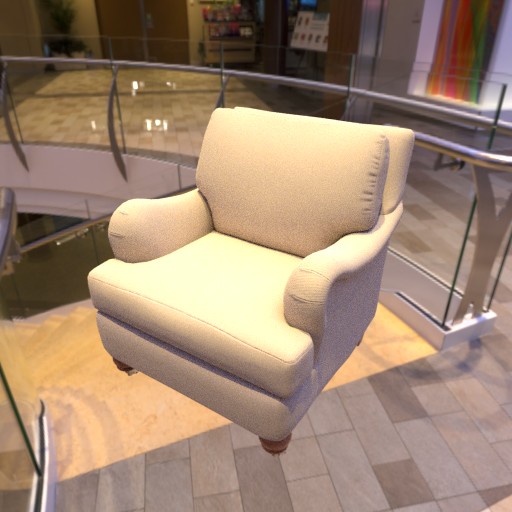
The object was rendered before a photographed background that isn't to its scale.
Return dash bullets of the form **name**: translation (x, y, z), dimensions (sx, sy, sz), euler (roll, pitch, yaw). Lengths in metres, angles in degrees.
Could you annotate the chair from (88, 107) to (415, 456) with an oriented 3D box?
- **chair**: translation (0.000, 0.000, 1.852), dimensions (0.955, 1.038, 1.070), euler (18, 34, 28)
